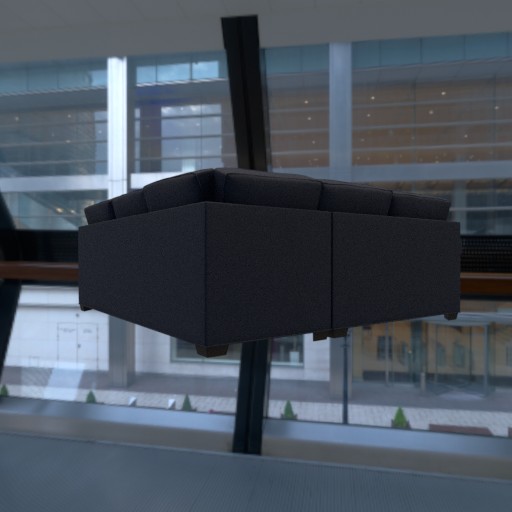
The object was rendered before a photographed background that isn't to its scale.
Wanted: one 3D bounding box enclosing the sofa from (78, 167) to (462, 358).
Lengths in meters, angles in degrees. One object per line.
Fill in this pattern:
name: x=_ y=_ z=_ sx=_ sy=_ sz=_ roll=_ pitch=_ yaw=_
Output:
sofa: x=0.000 y=0.000 z=4.000 sx=2.487 sy=1.042 sz=2.562 roll=0 pitch=0 yaw=-36
